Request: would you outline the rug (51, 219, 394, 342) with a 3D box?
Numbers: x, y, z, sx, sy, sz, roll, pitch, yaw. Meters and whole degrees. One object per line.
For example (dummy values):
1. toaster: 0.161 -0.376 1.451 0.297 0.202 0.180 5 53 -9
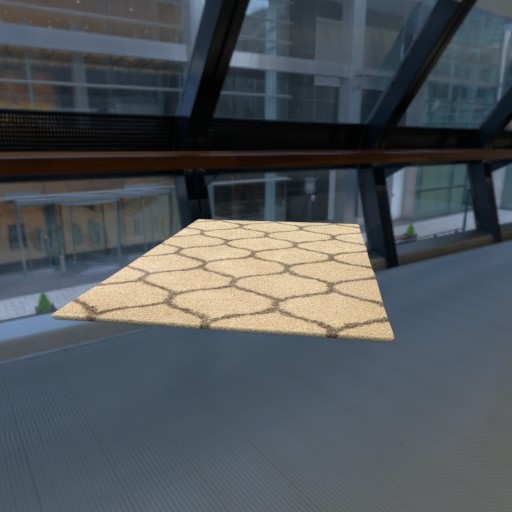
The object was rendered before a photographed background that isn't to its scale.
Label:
1. rug: 0.000 0.000 2.993 1.501 0.024 2.348 2 16 9
